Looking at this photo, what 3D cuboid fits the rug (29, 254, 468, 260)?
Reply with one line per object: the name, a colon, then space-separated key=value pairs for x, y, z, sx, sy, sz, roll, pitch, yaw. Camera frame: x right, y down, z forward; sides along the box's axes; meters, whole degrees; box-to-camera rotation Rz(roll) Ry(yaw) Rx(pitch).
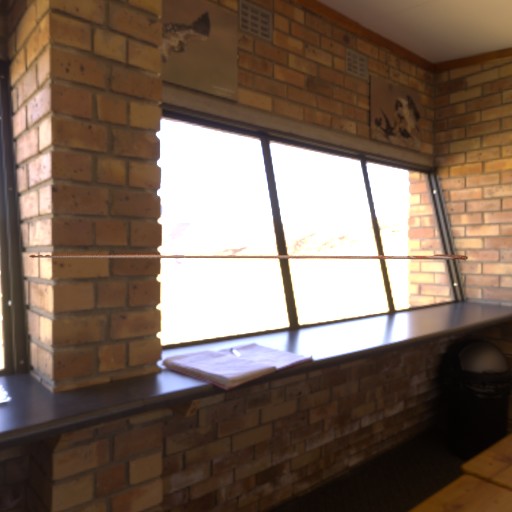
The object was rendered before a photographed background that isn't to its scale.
rug: x=0.000 y=0.000 z=2.555 sx=2.092 sy=0.017 sz=1.232 roll=0 pitch=0 yaw=18
